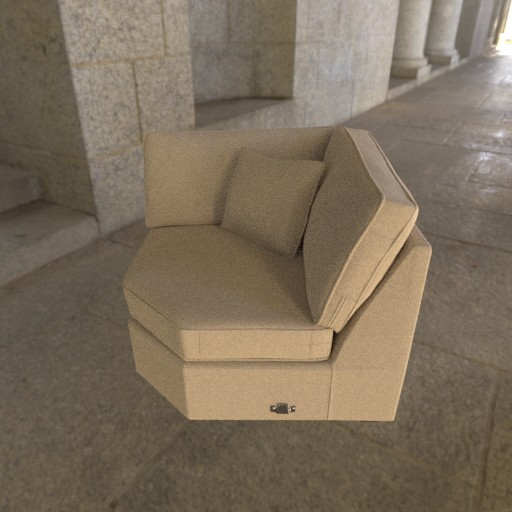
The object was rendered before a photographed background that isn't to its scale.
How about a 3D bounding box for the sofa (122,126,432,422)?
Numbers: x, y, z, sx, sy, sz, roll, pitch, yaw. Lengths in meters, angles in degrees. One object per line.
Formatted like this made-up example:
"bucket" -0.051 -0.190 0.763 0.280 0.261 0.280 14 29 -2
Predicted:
"sofa" 0.000 0.000 1.863 1.050 0.937 1.042 1 29 2
